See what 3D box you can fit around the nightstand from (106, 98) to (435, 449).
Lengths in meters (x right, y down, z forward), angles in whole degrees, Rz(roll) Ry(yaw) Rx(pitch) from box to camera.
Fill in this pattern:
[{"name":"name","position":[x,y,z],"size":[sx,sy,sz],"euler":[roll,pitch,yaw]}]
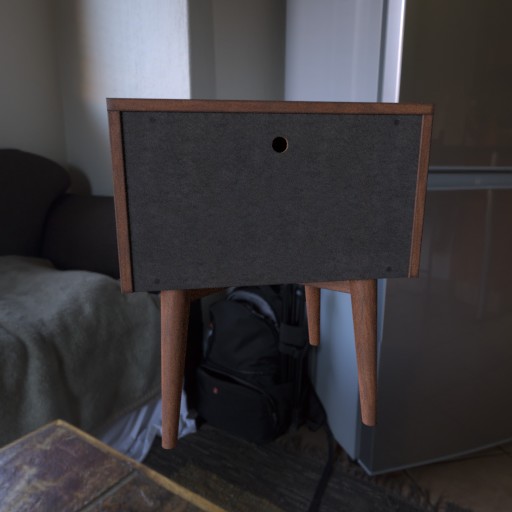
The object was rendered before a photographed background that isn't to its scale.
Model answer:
[{"name":"nightstand","position":[0.000,0.000,0.972],"size":[0.521,0.607,0.445],"euler":[-2,14,-10]}]
